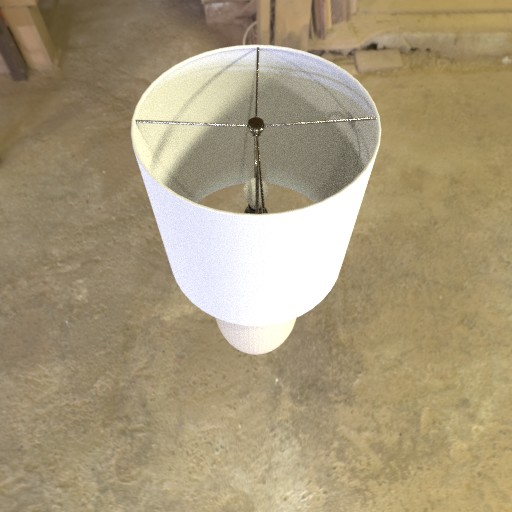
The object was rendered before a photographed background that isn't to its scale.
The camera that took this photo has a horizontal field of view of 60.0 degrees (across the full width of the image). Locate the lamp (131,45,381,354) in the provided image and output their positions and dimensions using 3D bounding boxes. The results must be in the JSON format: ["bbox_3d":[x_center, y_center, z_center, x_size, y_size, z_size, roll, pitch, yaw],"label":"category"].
[{"bbox_3d":[0.000,0.000,0.579,0.217,0.453,0.217,-1,58,-1],"label":"lamp"}]
